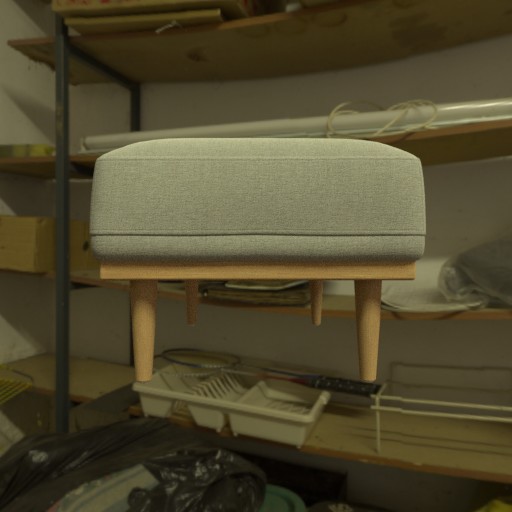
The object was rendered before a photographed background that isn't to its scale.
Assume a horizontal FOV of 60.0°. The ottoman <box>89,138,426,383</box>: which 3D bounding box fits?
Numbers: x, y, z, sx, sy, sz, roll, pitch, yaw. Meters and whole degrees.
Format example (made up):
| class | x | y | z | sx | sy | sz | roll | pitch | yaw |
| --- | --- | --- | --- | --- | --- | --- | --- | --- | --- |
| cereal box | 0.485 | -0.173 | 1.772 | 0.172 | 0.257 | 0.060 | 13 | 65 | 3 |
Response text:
| class | x | y | z | sx | sy | sz | roll | pitch | yaw |
| --- | --- | --- | --- | --- | --- | --- | --- | --- | --- |
| ottoman | 0.000 | 0.000 | 1.062 | 0.549 | 0.428 | 0.749 | 0 | 0 | -1 |
